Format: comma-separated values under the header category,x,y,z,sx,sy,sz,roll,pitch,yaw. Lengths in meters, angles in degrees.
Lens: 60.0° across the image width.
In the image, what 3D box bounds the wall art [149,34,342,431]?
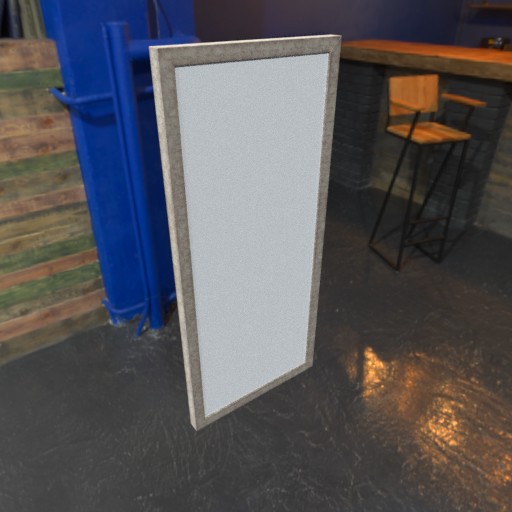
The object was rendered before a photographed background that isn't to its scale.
category,x,y,z,sx,sy,sz,roll,pitch,yaw
wall art,0.000,0.000,1.664,0.648,1.461,0.051,-20,36,-30
